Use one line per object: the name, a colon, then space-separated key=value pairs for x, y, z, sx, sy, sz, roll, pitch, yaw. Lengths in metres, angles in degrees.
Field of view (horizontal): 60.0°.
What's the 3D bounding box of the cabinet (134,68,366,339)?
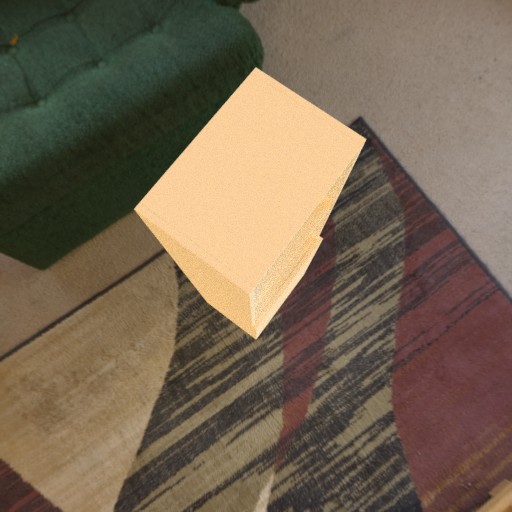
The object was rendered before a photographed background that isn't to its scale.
cabinet: x=0.000 y=0.000 z=1.543 sx=0.300 sy=1.350 sz=0.400 roll=36 pitch=79 yaw=8
